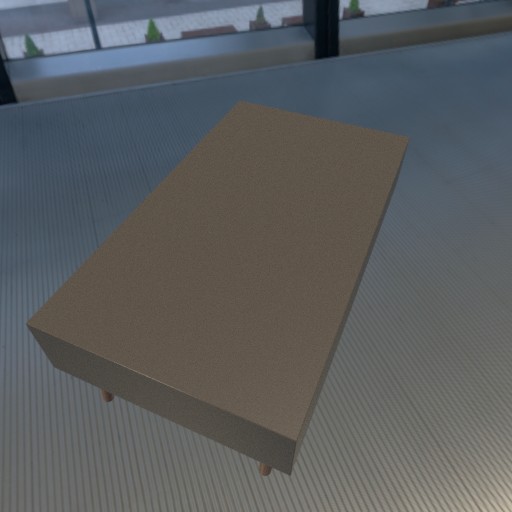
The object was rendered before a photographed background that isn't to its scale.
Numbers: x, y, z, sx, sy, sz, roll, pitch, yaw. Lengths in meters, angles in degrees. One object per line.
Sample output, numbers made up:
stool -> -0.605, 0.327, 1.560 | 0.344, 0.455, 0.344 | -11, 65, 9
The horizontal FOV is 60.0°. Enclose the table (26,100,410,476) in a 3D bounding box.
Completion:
table -> 0.000, 0.000, 1.489 | 0.703, 0.404, 1.201 | 18, 49, 16
